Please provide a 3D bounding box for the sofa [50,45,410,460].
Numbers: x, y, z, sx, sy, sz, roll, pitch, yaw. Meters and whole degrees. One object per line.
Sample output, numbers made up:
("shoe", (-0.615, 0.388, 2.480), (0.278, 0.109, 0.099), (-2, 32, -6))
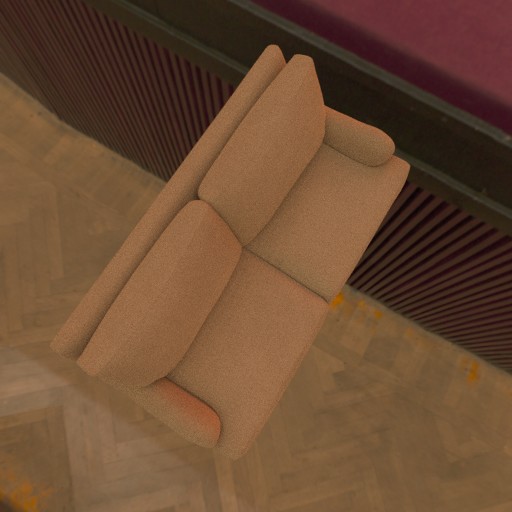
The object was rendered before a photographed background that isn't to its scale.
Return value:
("sofa", (0.000, 0.000, 2.620), (1.091, 0.997, 2.070), (32, 78, 7))
